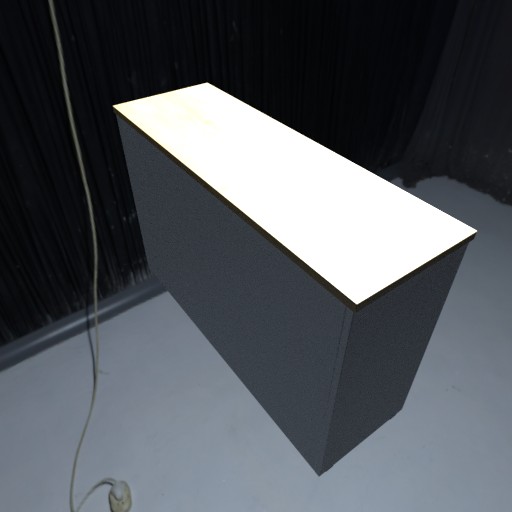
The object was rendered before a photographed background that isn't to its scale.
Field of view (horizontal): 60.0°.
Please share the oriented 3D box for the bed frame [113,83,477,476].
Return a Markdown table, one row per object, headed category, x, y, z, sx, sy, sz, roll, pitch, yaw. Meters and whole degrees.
| category | x | y | z | sx | sy | sz | roll | pitch | yaw |
| --- | --- | --- | --- | --- | --- | --- | --- | --- | --- |
| bed frame | 0.000 | 0.000 | 1.692 | 0.430 | 0.850 | 1.300 | -25 | 47 | -27 |
